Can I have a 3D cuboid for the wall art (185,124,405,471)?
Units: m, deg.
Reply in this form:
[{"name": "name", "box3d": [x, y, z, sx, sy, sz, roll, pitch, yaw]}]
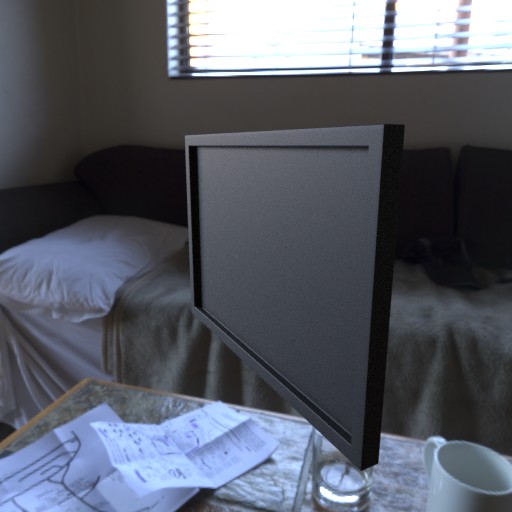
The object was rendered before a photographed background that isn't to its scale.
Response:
[{"name": "wall art", "box3d": [0.000, 0.000, 0.559, 0.021, 0.301, 0.443, -7, 16, -27]}]
